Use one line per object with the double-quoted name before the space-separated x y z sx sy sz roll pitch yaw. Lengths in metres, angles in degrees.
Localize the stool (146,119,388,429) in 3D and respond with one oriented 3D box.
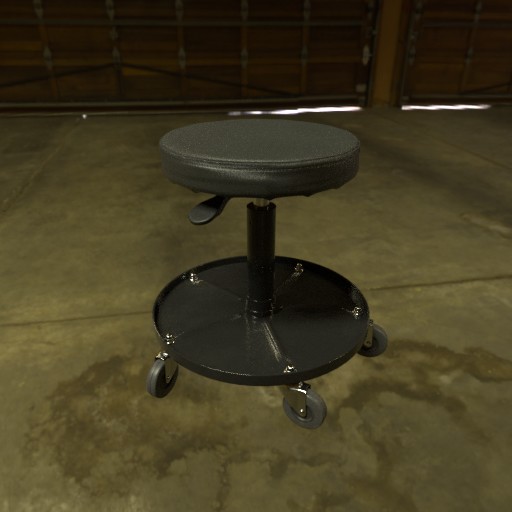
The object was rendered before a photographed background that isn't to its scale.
"stool" 0.000 0.000 0.681 0.381 0.365 0.382 17 31 31
